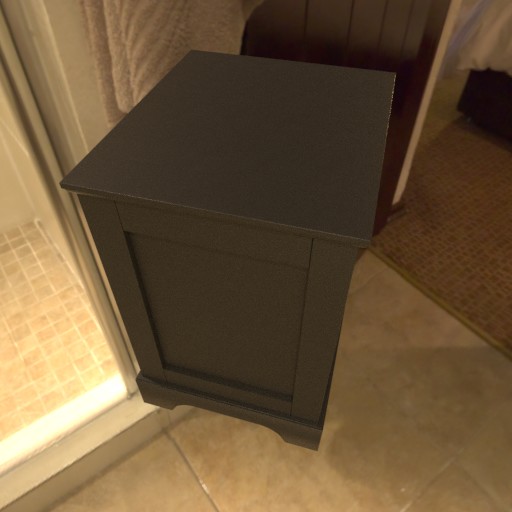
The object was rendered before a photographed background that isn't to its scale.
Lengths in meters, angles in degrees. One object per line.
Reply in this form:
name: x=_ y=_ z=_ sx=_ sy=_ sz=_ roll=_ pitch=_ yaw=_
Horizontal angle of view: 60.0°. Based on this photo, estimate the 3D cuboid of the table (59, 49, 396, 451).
table: x=0.000 y=0.000 z=0.904 sx=0.399 sy=0.610 sz=0.460 roll=11 pitch=47 yaw=11
